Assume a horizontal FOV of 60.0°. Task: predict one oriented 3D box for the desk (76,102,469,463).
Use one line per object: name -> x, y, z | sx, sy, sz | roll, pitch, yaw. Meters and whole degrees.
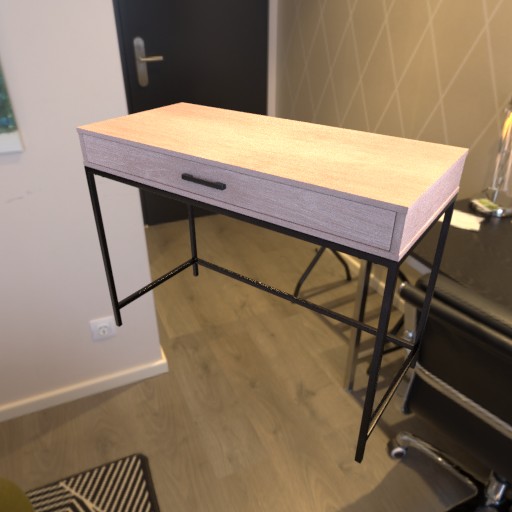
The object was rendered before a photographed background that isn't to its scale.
desk -> 0.000, 0.000, 1.427 | 1.016, 0.762, 0.470 | 20, 36, 30
